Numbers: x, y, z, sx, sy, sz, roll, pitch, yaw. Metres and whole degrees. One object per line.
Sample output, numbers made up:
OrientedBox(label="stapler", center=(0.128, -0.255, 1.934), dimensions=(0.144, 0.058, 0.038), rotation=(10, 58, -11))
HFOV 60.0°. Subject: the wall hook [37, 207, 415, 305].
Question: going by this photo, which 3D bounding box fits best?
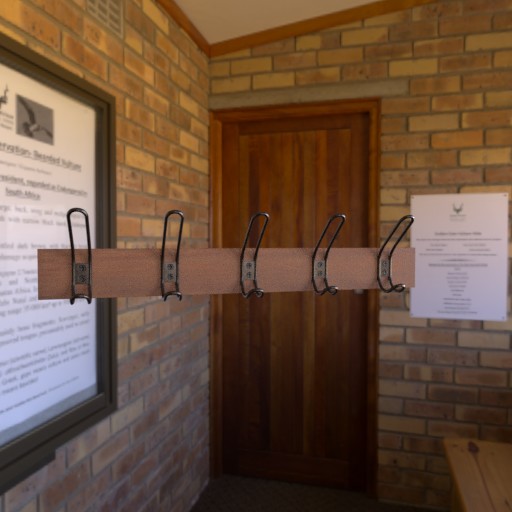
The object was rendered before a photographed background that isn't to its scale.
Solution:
OrientedBox(label="wall hook", center=(0.000, 0.000, 0.608), dimensions=(0.554, 0.116, 0.076), rotation=(0, 2, -17))
